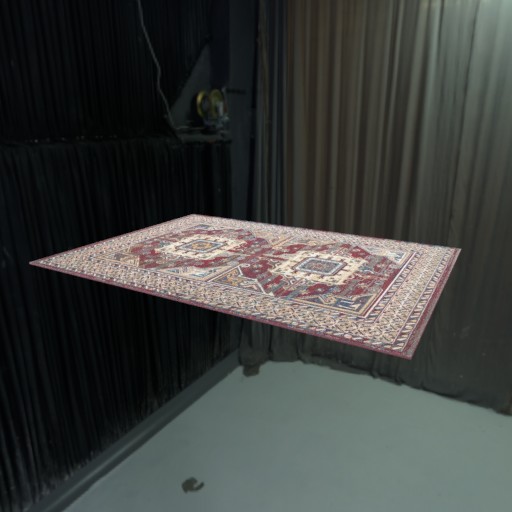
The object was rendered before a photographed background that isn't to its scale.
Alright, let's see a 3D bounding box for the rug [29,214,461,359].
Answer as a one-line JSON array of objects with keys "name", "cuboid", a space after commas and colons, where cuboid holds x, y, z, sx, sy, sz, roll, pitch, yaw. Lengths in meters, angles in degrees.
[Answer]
[{"name": "rug", "cuboid": [0.000, 0.000, 2.788, 2.210, 0.011, 1.599, 10, 20, 28]}]
